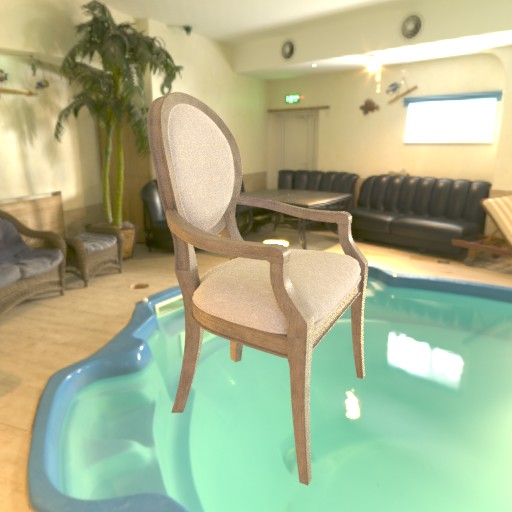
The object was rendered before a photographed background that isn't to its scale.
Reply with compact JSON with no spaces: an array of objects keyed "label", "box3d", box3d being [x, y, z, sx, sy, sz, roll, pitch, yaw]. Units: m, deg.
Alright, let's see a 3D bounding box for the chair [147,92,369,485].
[{"label":"chair","box3d":[0.000,0.000,1.391,0.602,0.991,0.611,7,16,26]}]
